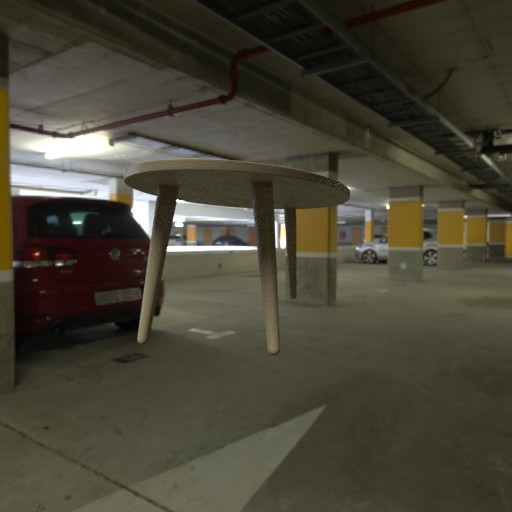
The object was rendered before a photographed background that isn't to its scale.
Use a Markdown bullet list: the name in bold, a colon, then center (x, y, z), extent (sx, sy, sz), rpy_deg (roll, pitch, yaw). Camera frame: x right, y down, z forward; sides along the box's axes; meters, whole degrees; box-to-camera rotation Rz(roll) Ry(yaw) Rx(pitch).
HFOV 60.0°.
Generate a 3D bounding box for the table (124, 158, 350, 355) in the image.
- **table**: center (0.000, 0.000, 1.330), extent (0.542, 0.390, 1.083), rpy_deg (1, 2, 17)
